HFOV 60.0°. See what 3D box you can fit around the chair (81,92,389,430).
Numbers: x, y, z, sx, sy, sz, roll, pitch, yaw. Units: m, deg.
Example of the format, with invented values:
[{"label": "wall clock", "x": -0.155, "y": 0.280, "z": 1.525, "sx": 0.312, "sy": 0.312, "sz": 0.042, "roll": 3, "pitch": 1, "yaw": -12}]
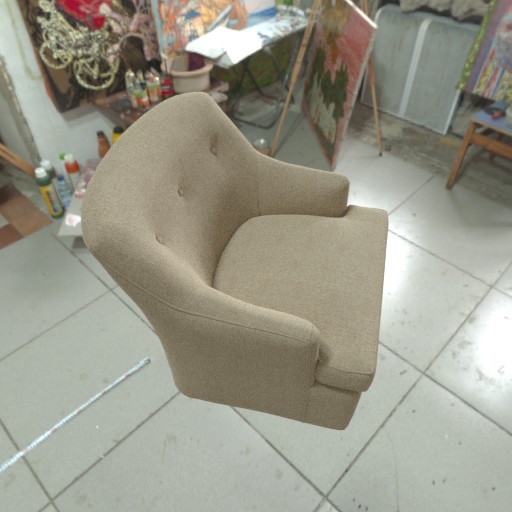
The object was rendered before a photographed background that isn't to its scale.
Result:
[{"label": "chair", "x": 0.000, "y": 0.000, "z": 1.606, "sx": 0.923, "sy": 0.856, "sz": 0.864, "roll": 11, "pitch": 47, "yaw": 10}]
